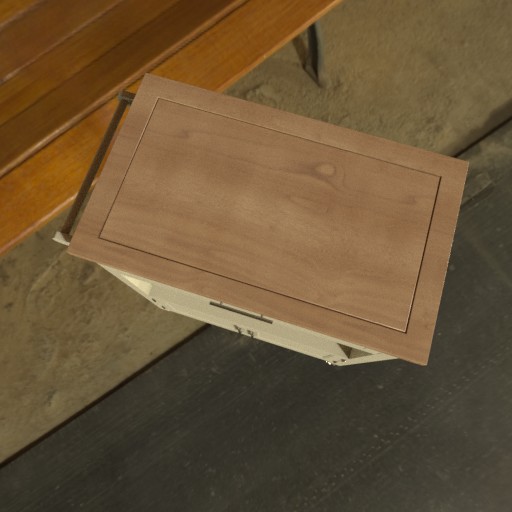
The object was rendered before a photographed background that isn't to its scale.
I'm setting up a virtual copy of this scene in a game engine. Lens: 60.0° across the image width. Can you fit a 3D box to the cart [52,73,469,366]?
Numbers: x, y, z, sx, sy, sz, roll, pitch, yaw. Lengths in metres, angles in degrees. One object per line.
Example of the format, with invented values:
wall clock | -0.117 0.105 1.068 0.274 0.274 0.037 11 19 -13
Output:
cart | 0.000 0.000 1.386 0.840 0.901 0.459 17 75 5
